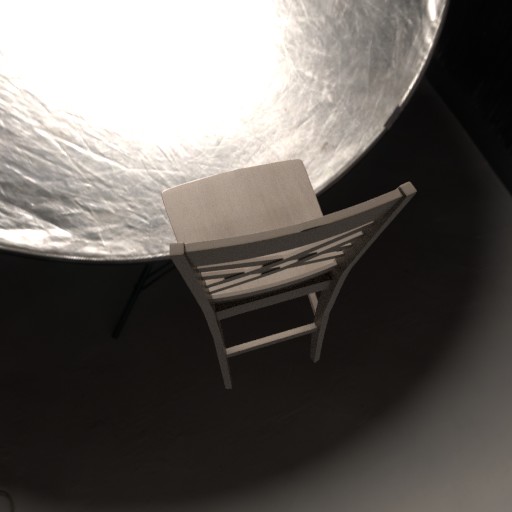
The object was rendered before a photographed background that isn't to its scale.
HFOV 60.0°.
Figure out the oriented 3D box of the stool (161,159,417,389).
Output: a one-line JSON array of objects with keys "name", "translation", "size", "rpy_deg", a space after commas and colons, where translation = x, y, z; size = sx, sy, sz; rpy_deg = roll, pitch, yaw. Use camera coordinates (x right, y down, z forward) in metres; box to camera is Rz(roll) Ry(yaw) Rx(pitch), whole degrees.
[{"name": "stool", "translation": [0.000, 0.000, 1.364], "size": [0.462, 1.079, 0.539], "rpy_deg": [-15, 61, -9]}]
